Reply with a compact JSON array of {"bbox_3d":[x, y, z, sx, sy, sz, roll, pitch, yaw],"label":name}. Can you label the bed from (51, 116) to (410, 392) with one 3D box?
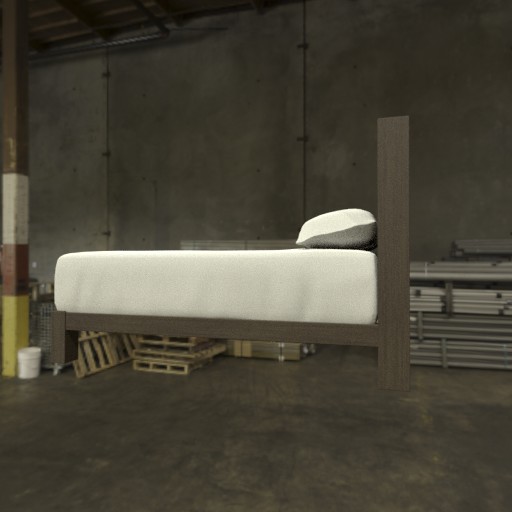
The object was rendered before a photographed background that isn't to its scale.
[{"bbox_3d":[0.000,0.000,3.134,1.992,1.261,1.735,0,-1,17],"label":"bed"}]
